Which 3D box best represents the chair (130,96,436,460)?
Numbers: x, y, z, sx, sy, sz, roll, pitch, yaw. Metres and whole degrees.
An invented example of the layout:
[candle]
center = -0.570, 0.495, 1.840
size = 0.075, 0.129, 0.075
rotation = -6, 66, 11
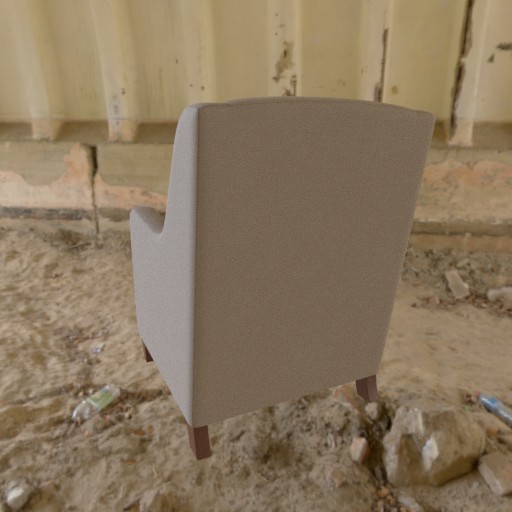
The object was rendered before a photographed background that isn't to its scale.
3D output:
[chair]
center = 0.000, 0.000, 1.570
size = 0.715, 1.010, 0.863
rotation = -7, 17, -26
